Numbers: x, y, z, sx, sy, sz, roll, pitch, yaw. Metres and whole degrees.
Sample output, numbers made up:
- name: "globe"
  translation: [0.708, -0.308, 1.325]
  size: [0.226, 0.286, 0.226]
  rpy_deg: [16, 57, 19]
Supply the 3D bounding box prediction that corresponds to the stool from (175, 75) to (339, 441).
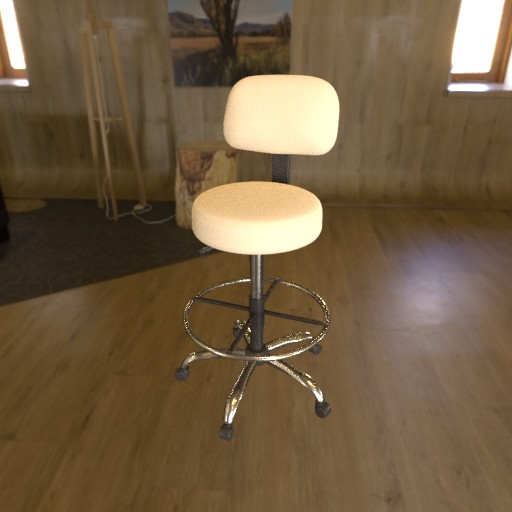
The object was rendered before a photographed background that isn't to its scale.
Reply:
- name: "stool"
  translation: [0.000, 0.000, 1.471]
  size: [0.609, 1.080, 0.616]
  rpy_deg: [9, 27, 18]
